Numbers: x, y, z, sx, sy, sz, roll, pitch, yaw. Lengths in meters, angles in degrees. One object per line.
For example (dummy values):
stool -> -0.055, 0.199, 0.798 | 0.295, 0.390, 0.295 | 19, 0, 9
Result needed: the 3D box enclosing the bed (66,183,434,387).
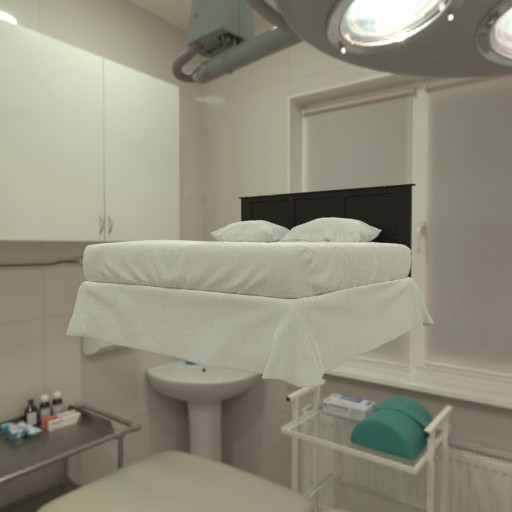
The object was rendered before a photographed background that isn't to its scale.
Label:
bed -> 0.000, 0.000, 3.690 | 2.315, 1.271, 2.219 | 1, 2, 37
